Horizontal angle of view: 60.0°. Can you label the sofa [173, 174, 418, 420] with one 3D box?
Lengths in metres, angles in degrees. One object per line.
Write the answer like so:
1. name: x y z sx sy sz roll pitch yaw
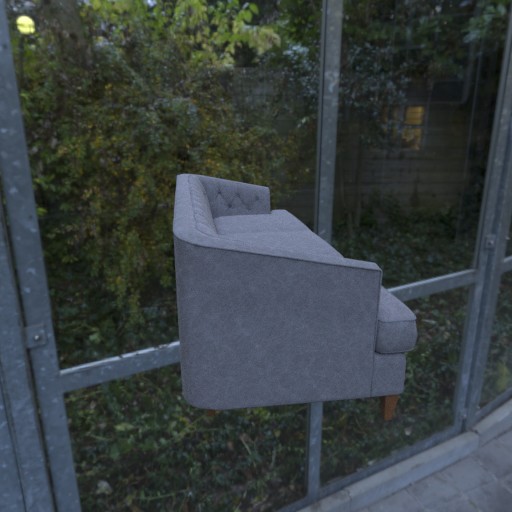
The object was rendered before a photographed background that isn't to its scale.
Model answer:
1. sofa: 0.000 0.000 2.667 0.917 0.806 2.247 -3 17 -9
